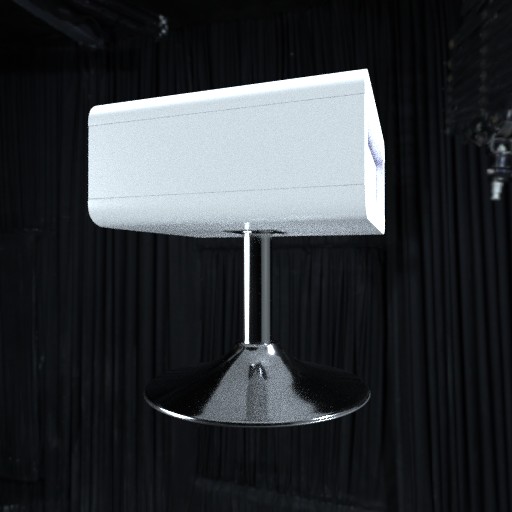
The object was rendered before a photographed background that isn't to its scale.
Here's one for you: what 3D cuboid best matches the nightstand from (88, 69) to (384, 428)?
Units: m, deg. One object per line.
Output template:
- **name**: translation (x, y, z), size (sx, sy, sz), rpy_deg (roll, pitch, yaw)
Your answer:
- **nightstand**: translation (0.000, 0.000, 0.761), size (0.404, 0.447, 0.399), rpy_deg (0, 0, 19)
